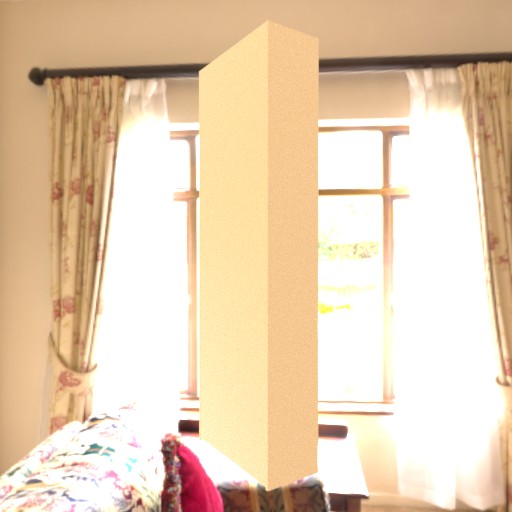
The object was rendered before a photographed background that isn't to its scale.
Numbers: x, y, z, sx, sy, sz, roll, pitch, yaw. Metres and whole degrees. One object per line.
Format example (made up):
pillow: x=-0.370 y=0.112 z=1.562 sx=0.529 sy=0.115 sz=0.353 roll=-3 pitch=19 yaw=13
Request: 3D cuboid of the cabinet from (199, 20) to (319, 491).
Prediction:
cabinet: x=0.000 y=0.000 z=1.820 sx=0.255 sy=1.630 sz=0.520 roll=0 pitch=0 yaw=-34
